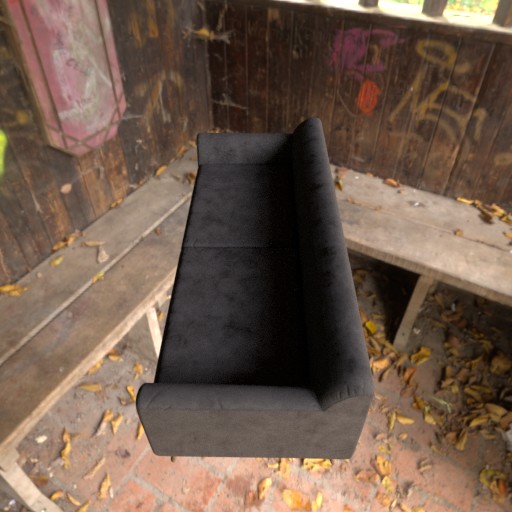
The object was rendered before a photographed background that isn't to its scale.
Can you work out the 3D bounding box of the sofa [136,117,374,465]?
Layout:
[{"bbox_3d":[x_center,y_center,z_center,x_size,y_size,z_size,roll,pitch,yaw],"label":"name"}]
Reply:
[{"bbox_3d":[0.000,0.000,2.617,0.900,0.740,2.190,1,43,1],"label":"sofa"}]
